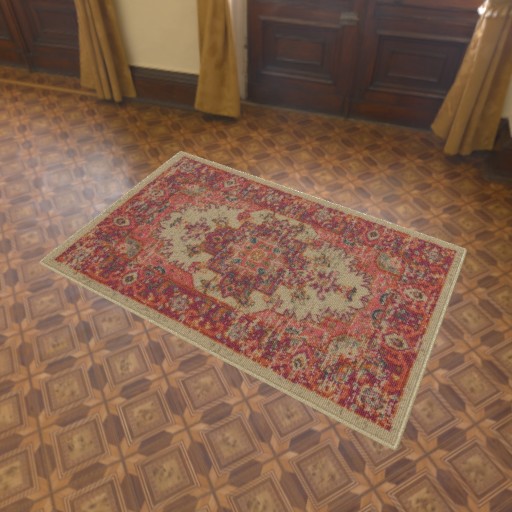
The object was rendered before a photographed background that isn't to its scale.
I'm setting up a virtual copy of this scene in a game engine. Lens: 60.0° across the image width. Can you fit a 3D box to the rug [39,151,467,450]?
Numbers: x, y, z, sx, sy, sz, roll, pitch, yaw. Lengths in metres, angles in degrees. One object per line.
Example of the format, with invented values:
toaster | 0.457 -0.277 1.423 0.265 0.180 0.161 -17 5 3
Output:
rug | 0.000 0.000 1.062 0.868 0.004 0.556 23 50 21
